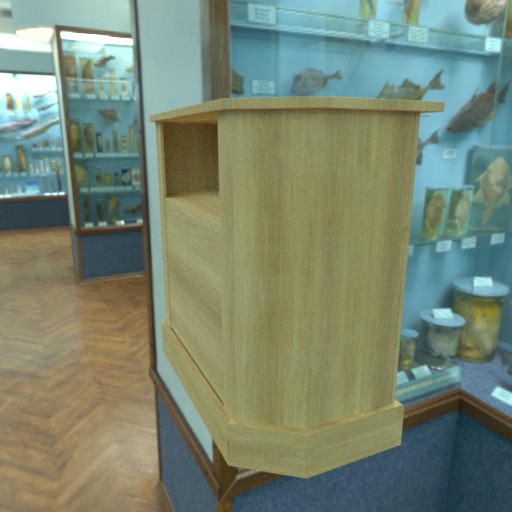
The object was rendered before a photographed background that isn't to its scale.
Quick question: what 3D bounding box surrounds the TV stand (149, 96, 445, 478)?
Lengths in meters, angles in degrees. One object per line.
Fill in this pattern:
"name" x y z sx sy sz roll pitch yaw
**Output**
"TV stand" 0.000 0.000 1.256 0.425 0.781 0.851 -7 16 -24
